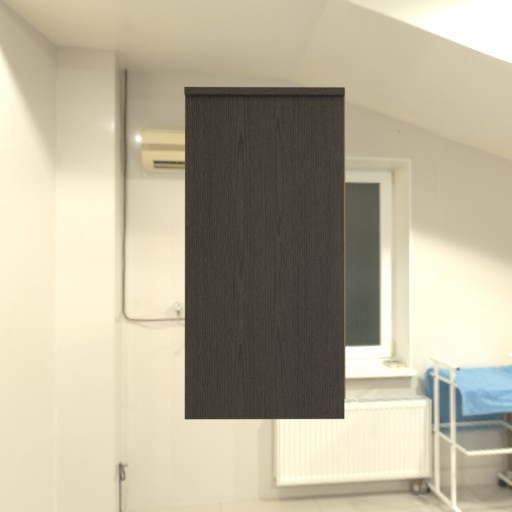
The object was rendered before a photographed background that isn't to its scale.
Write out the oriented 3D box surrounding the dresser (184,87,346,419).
[{"bbox_3d":[0.000,0.000,1.681,0.401,0.755,1.360,0,0,0],"label":"dresser"}]
